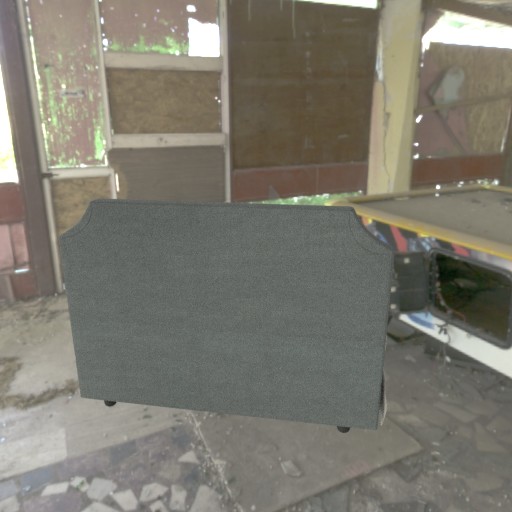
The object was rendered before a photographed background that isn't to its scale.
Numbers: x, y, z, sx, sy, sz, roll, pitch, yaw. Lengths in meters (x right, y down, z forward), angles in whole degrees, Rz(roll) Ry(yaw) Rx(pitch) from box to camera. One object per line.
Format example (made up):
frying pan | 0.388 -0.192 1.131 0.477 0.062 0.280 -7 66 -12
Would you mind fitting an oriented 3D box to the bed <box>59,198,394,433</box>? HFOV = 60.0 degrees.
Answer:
bed | 0.000 0.000 3.610 1.977 1.306 2.464 3 18 9
